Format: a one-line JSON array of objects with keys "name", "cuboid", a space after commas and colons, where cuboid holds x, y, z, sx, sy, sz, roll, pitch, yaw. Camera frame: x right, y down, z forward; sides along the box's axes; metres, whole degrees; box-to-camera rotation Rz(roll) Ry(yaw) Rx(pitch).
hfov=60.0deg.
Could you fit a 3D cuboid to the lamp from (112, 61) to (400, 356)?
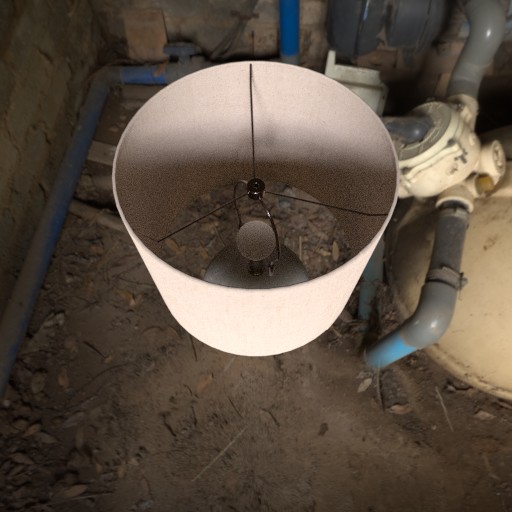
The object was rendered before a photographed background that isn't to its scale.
[{"name": "lamp", "cuboid": [0.000, 0.000, 0.600, 0.269, 0.409, 0.269, -30, 67, -14]}]
